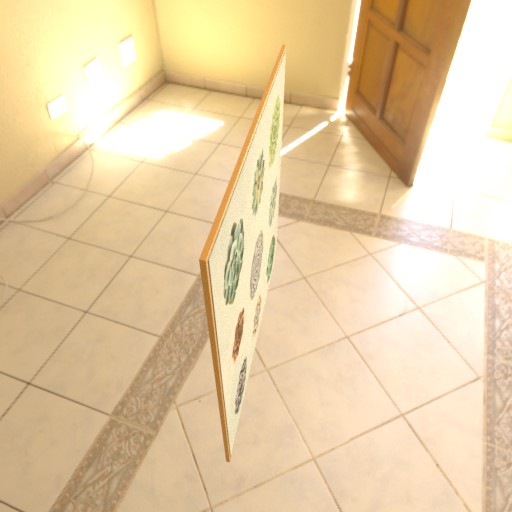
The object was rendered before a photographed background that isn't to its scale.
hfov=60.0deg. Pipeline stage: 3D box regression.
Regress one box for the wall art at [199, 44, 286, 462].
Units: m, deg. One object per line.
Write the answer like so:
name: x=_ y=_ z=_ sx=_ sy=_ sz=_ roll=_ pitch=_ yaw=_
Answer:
wall art: x=0.000 y=0.000 z=1.429 sx=0.013 sy=0.959 sz=0.962 roll=8 pitch=47 yaw=8
